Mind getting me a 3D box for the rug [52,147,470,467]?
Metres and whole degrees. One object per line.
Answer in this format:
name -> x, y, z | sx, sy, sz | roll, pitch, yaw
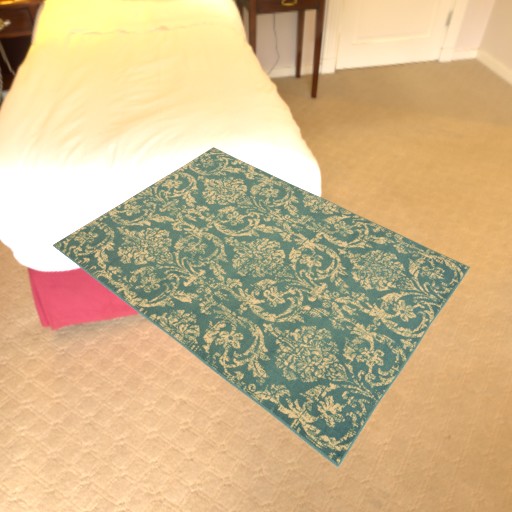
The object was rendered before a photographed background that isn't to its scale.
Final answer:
rug -> 0.000, 0.000, 2.850 | 2.205, 0.012, 1.554 | 30, 53, 26
